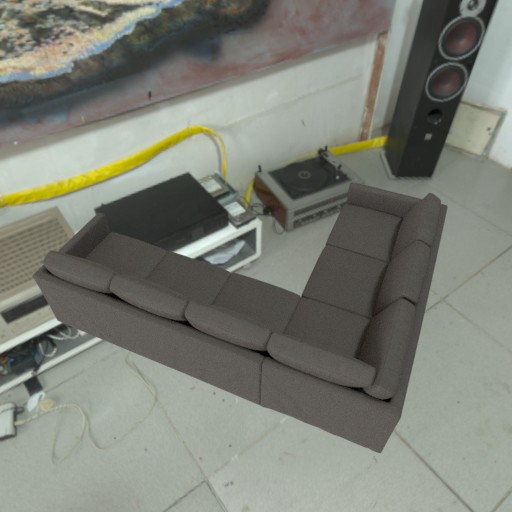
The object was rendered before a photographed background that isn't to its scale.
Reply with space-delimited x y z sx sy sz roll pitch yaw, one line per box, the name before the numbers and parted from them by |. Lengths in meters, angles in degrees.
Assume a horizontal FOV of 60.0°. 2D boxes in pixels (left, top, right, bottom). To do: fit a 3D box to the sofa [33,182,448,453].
sofa | 0.000 0.000 4.329 3.182 0.871 2.432 18 49 16
